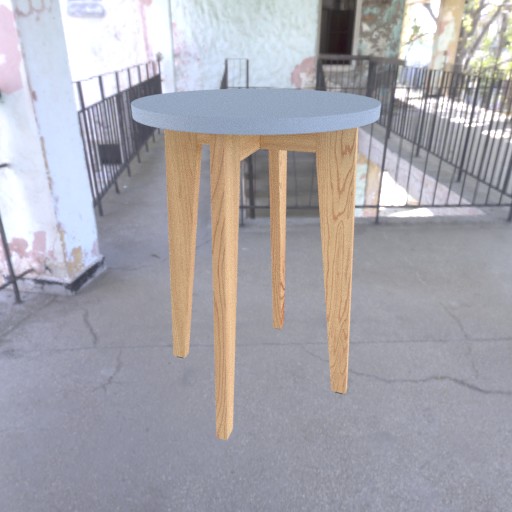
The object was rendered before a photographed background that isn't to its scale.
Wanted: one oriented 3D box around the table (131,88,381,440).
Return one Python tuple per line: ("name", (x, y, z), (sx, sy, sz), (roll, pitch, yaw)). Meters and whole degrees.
("table", (0.000, 0.000, 0.748), (0.350, 0.500, 0.350), (0, 26, 0))
